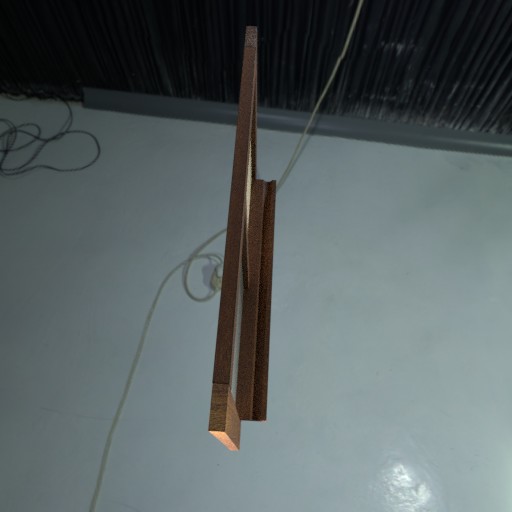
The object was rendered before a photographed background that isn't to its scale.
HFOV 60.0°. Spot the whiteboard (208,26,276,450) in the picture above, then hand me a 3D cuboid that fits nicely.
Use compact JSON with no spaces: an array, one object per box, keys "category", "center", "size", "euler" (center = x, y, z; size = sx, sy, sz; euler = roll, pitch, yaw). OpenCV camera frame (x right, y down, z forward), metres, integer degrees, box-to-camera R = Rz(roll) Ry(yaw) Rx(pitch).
[{"category":"whiteboard","center":[0.000,0.000,0.996],"size":[0.083,0.559,0.783],"euler":[3,64,1]}]
